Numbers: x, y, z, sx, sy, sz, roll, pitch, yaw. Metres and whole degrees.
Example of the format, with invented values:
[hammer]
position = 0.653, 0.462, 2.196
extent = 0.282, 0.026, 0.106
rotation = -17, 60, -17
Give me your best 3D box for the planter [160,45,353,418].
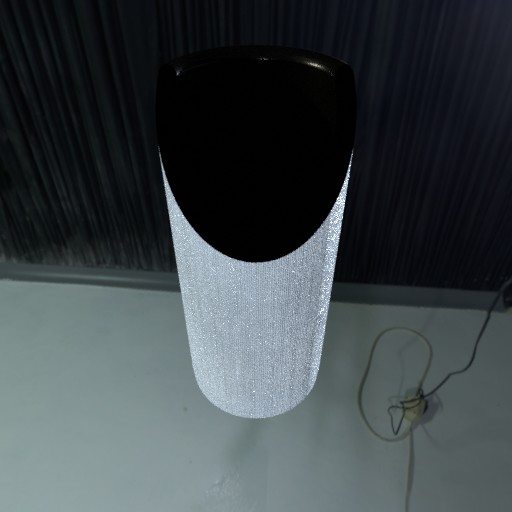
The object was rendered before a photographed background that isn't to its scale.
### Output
[planter]
position = 0.000, 0.000, 0.129
extent = 0.045, 0.103, 0.045
rotation = 1, 41, 1
